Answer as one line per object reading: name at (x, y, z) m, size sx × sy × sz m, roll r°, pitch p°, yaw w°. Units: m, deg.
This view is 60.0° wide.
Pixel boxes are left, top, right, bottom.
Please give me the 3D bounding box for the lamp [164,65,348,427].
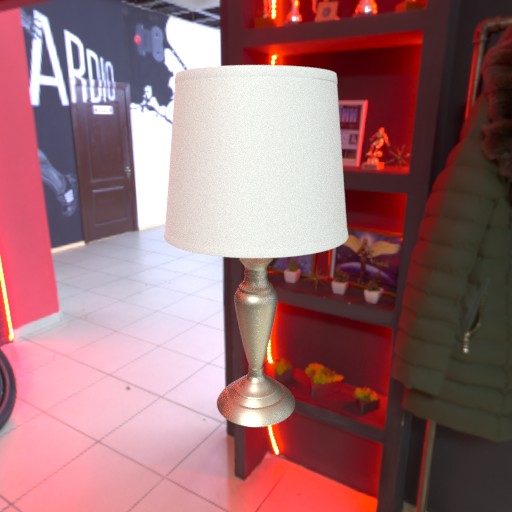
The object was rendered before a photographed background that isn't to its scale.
lamp at (0.000, 0.000, 0.817) m, size 0.328 × 0.619 × 0.328 m, roll 0°, pitch 16°, yaw 0°
